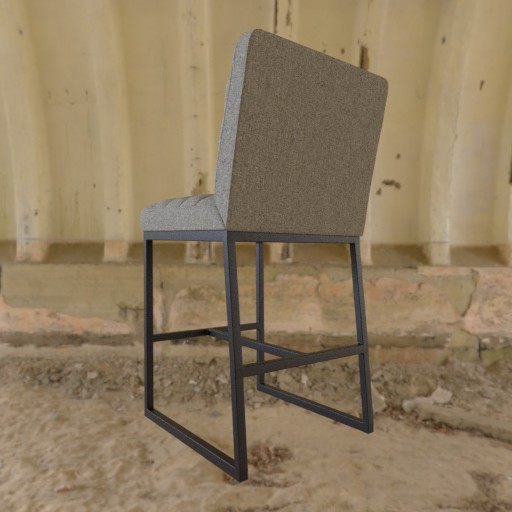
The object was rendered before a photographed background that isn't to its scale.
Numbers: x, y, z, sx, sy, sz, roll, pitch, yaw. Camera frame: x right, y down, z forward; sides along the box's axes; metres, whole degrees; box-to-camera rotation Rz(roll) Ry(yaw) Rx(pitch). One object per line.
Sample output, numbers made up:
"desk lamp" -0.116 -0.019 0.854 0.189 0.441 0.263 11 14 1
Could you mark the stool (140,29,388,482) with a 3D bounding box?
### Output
"stool" 0.000 0.000 1.235 0.460 0.940 0.560 0 0 -37
